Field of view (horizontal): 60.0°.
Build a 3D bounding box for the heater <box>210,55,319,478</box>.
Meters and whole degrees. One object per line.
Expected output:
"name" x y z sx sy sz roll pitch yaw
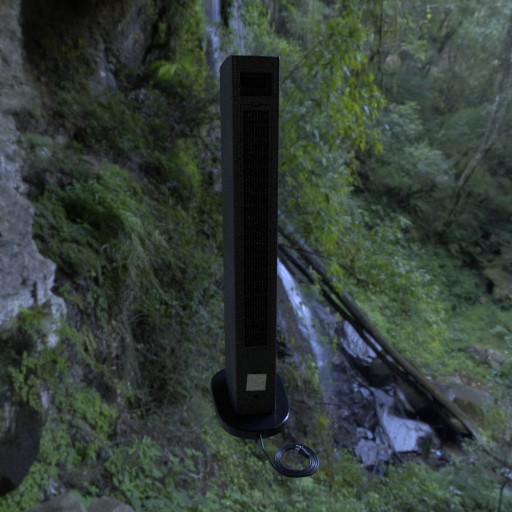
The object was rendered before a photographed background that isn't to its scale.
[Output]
"heater" 0.000 0.000 1.022 0.214 0.856 0.458 -2 15 -9
